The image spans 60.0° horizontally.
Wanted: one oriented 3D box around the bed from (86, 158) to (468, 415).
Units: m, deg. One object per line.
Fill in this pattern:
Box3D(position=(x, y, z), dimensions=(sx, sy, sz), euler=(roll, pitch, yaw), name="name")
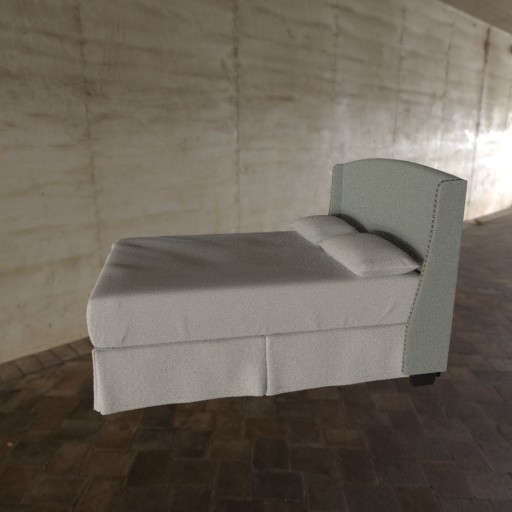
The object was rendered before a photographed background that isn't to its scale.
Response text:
Box3D(position=(0.000, 0.000, 3.329), dimensions=(2.237, 1.407, 1.710), euler=(-3, 15, -11), name="bed")
